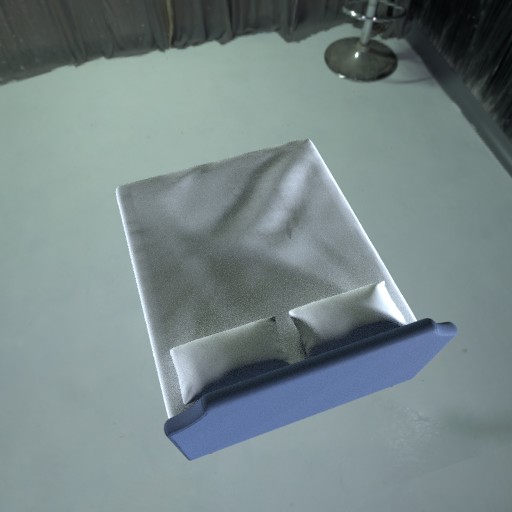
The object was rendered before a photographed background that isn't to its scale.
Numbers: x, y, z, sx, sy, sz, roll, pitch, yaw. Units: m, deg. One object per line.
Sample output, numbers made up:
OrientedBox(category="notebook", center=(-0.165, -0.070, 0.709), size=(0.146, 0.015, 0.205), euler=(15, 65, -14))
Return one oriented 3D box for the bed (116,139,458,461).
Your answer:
OrientedBox(category="bed", center=(0.000, 0.000, 4.131), size=(2.350, 1.488, 2.773), euler=(-16, 59, -10))
